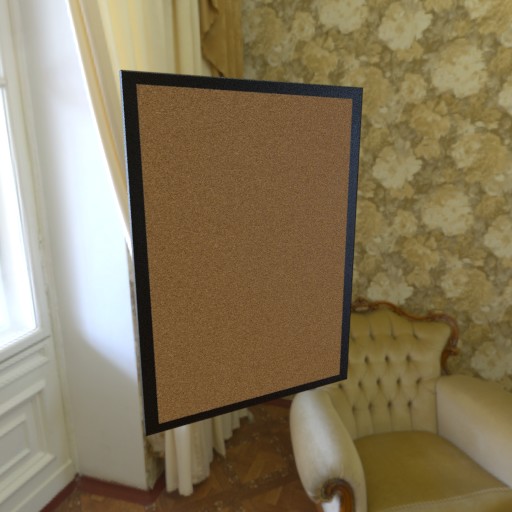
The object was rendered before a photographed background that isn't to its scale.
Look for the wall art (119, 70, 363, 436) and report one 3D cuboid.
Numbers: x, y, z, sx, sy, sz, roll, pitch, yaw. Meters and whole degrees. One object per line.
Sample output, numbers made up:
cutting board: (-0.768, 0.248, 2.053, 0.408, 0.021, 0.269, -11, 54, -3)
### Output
wall art: (0.000, 0.000, 0.883, 0.480, 0.657, 0.016, -7, 16, -26)
